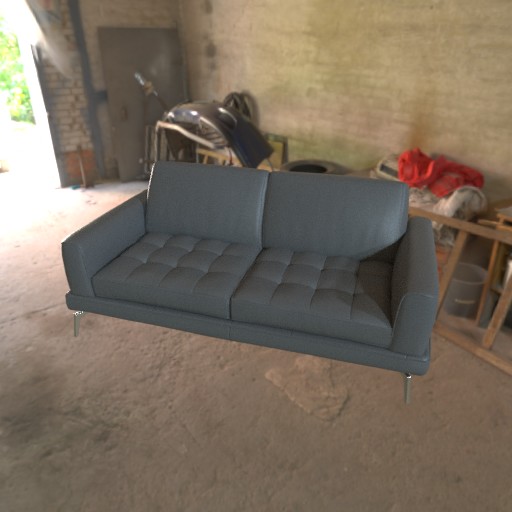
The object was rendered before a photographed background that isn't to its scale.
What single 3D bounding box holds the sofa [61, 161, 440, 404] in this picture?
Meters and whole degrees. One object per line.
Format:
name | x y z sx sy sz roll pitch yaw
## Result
sofa | 0.000 0.000 2.828 2.177 0.930 1.121 8 28 15
